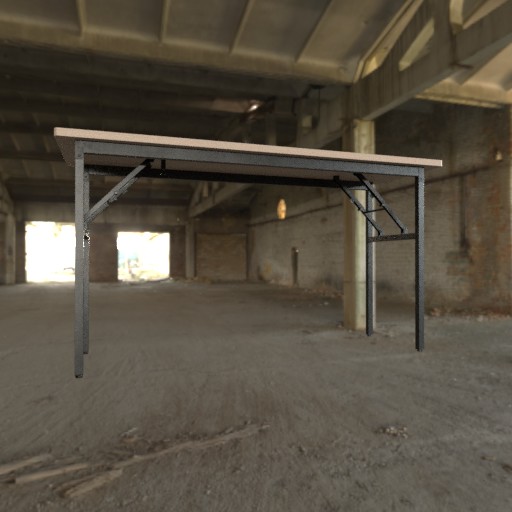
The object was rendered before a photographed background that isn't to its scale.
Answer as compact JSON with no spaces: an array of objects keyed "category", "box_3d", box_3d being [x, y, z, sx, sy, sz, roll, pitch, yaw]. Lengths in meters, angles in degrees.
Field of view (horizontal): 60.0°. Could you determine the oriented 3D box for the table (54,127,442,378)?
[{"category":"table","box_3d":[0.000,0.000,1.727,1.397,0.750,0.447,0,-1,-18]}]
